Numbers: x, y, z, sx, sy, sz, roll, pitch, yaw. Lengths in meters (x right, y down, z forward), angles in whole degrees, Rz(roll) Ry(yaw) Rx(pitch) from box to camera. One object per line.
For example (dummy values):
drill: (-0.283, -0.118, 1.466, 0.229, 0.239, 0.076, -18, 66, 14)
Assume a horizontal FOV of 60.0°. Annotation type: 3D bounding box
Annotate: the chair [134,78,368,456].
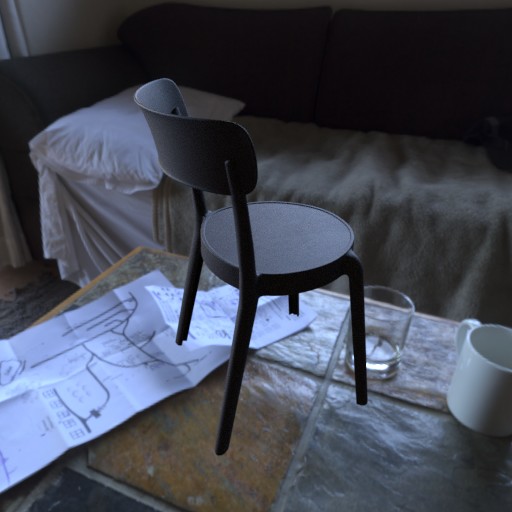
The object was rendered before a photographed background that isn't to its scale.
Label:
chair: (0.000, 0.000, 1.113, 0.491, 0.790, 0.506, -11, 32, -19)
